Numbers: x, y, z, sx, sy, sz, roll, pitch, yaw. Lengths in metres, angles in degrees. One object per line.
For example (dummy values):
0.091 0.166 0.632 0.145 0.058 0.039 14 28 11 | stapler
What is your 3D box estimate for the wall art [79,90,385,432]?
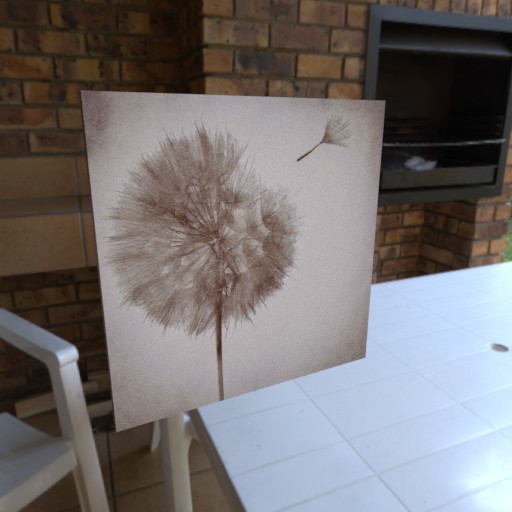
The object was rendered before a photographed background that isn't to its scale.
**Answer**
0.000 0.000 1.125 0.762 0.762 0.027 -8 18 -26 | wall art
